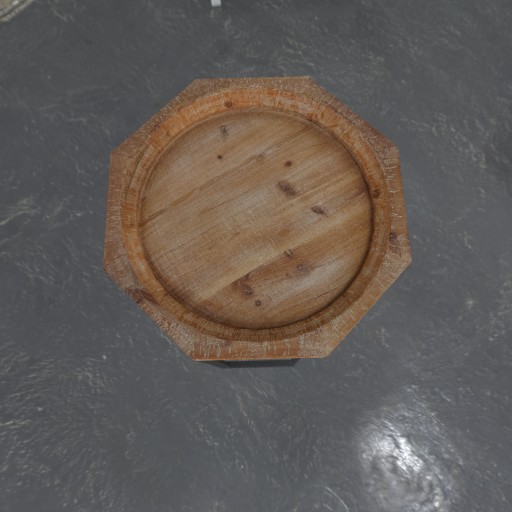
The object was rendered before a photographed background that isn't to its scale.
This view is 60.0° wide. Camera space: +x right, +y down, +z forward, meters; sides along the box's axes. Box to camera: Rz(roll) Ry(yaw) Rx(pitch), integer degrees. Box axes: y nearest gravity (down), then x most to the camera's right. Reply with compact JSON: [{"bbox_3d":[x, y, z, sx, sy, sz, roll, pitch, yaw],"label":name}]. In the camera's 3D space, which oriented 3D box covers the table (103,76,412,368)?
[{"bbox_3d":[0.000,0.000,0.892,0.458,0.543,0.458,20,76,5],"label":"table"}]
